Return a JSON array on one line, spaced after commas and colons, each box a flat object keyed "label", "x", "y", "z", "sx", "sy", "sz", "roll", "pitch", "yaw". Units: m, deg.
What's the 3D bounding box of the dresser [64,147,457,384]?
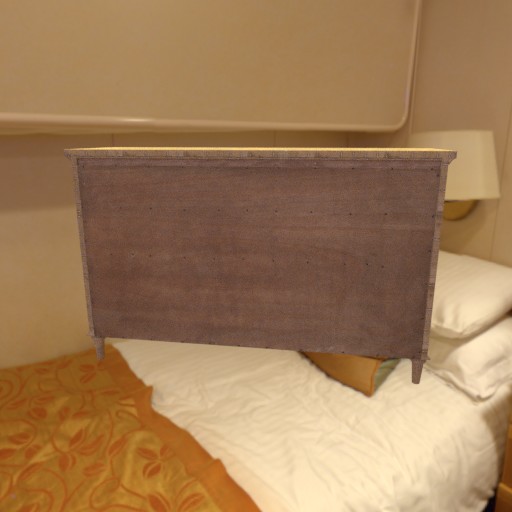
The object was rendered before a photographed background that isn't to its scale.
[{"label": "dresser", "x": 0.000, "y": 0.000, "z": 2.161, "sx": 1.626, "sy": 1.016, "sz": 0.457, "roll": 2, "pitch": 15, "yaw": 8}]
